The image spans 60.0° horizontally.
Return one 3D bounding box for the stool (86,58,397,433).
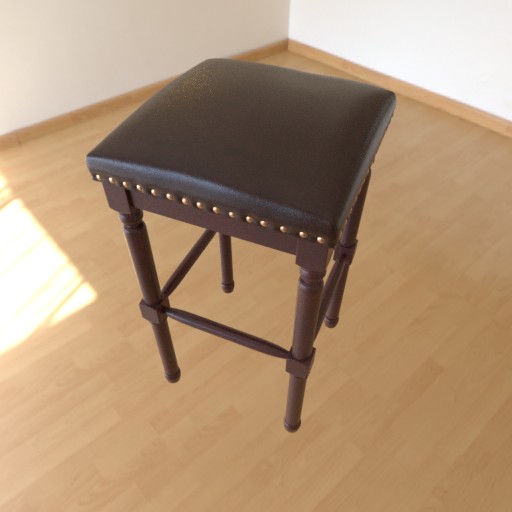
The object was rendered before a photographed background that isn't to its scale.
[{"bbox_3d":[0.000,0.000,0.919,0.382,0.702,0.383,17,48,16],"label":"stool"}]
